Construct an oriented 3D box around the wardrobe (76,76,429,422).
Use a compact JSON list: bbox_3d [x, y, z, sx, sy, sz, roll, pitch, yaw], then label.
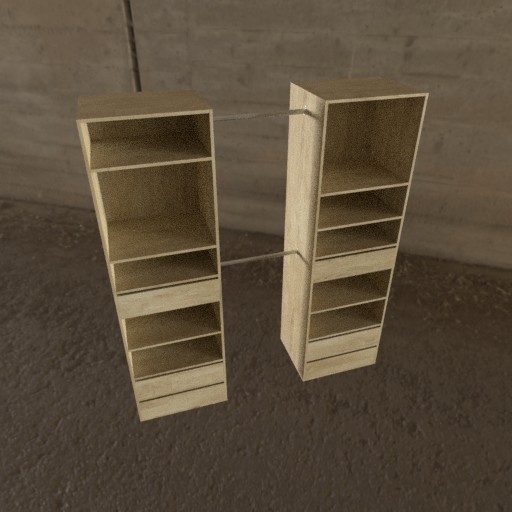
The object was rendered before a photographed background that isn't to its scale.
[{"bbox_3d":[0.000,0.000,2.853,1.770,2.000,0.480,-9,33,-15],"label":"wardrobe"}]
